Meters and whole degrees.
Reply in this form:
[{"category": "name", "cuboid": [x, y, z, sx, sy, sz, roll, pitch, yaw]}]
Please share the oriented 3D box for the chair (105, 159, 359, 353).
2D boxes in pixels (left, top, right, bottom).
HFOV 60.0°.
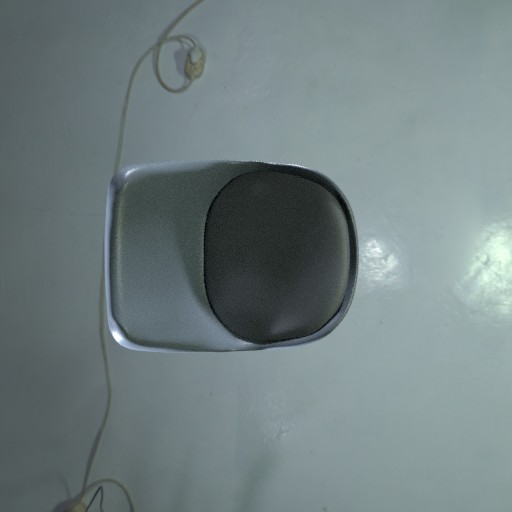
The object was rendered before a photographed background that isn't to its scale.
[{"category": "chair", "cuboid": [0.000, 0.000, 1.182, 0.550, 0.850, 0.485, 0, 90, -2]}]
